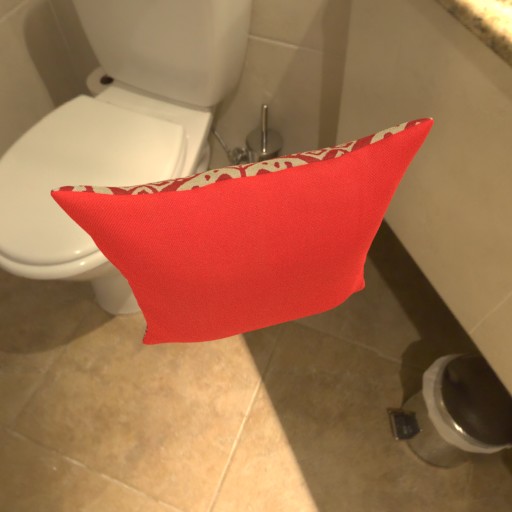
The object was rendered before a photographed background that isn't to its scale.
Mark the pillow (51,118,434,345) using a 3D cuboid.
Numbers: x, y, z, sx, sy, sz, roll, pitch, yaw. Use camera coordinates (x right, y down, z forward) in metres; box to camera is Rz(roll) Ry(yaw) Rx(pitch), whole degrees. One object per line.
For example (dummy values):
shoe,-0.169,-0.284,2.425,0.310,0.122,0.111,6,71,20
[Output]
pillow,0.000,0.000,0.792,0.522,0.507,0.192,-13,59,-8
